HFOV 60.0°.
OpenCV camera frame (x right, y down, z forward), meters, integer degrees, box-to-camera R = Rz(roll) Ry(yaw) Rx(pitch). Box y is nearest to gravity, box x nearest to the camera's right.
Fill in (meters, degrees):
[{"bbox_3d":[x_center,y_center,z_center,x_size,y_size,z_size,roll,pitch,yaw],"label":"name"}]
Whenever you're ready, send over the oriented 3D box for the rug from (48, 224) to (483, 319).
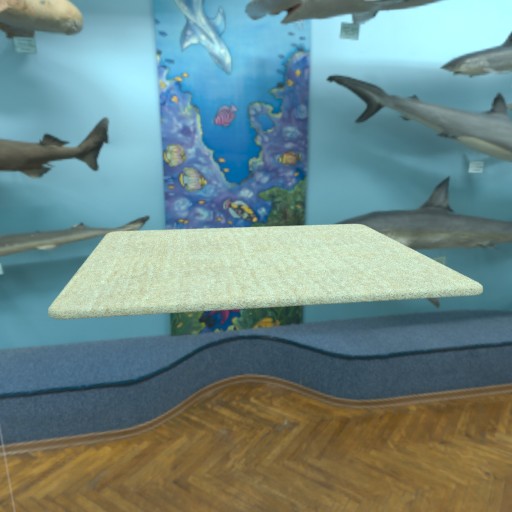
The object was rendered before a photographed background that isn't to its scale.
[{"bbox_3d":[0.000,0.000,3.421,2.528,0.048,2.009,-2,16,-8],"label":"rug"}]
